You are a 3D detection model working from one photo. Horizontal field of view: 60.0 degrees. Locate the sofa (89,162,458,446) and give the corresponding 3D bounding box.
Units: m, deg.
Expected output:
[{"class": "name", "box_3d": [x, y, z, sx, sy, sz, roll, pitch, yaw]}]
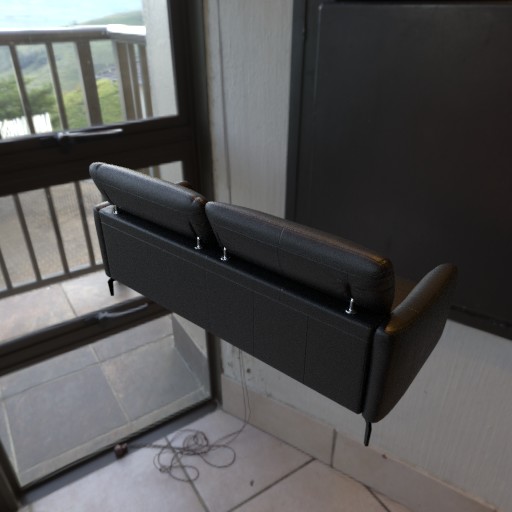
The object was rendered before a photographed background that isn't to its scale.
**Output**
[{"class": "sofa", "box_3d": [0.000, 0.000, 2.568, 2.069, 0.957, 0.856, 22, 36, 33]}]
